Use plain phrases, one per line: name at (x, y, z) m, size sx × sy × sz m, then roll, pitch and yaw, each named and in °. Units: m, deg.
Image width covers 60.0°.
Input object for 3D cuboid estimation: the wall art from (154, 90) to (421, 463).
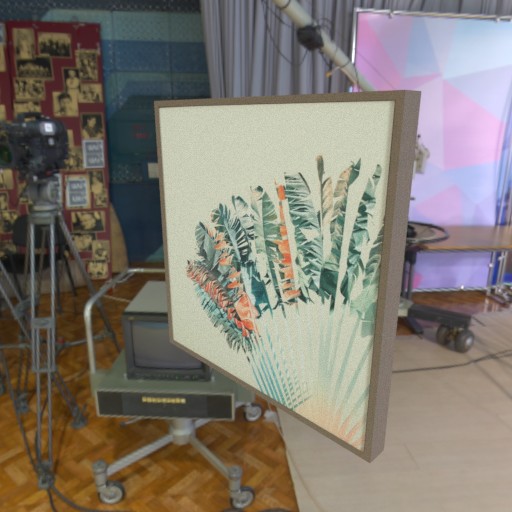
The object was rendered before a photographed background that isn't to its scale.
wall art at (0.000, 0.000, 0.750) m, size 0.038 × 0.506 × 0.508 m, roll -16°, pitch 24°, yaw -42°
